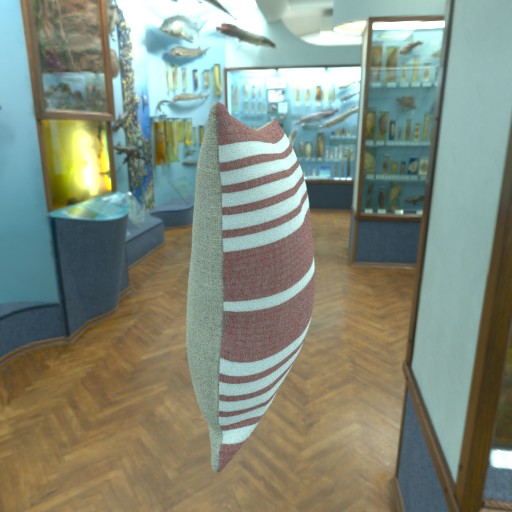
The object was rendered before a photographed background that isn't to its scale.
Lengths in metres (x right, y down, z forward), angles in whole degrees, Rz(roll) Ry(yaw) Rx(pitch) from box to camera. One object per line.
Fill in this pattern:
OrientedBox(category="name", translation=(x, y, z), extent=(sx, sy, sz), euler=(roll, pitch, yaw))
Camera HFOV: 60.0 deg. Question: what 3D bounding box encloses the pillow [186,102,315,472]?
OrientedBox(category="pillow", translation=(0.000, 0.000, 0.681), extent=(0.182, 0.427, 0.439), euler=(3, 16, 10))
